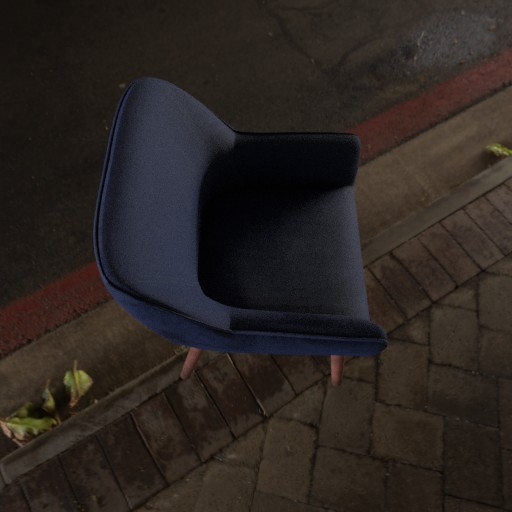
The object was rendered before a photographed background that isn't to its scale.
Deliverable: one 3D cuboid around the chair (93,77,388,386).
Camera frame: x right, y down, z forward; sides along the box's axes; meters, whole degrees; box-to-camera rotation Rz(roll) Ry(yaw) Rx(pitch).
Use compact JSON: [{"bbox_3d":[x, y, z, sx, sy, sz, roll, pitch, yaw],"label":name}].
[{"bbox_3d":[0.000,0.000,1.225,0.600,0.820,0.600,0,63,0],"label":"chair"}]
